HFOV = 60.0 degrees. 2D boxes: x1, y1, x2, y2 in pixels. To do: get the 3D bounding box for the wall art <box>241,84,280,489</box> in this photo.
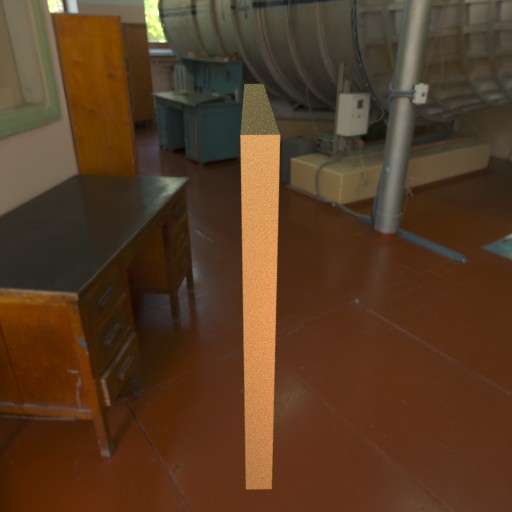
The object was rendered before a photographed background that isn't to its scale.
[{"bbox_3d":[0.000,0.000,1.926,0.095,1.284,1.284,0,26,-1],"label":"wall art"}]
